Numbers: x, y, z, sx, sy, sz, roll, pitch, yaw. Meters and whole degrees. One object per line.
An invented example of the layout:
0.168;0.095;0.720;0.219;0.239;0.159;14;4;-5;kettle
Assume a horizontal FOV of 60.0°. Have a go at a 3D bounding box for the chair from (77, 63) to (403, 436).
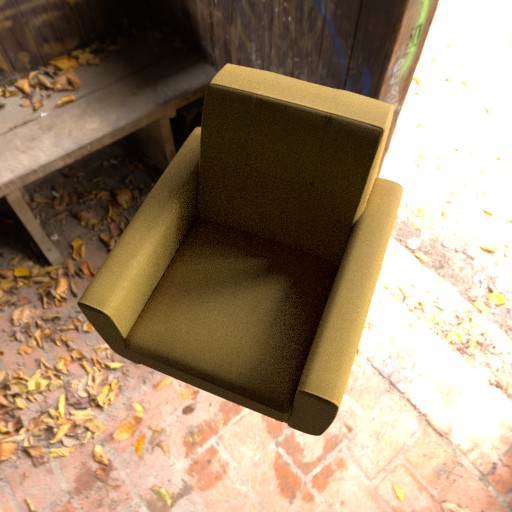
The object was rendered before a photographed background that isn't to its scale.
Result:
0.000;0.000;1.551;0.831;0.841;0.909;19;60;11;chair
